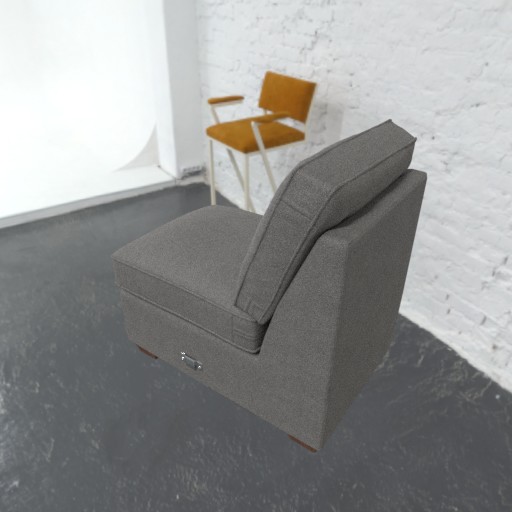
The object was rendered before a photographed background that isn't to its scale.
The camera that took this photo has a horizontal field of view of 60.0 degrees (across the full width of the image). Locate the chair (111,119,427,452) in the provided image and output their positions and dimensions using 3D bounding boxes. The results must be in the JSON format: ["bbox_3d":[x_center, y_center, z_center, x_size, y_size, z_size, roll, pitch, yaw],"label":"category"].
[{"bbox_3d":[0.000,0.000,1.614,0.938,0.970,0.621,20,36,30],"label":"chair"}]
